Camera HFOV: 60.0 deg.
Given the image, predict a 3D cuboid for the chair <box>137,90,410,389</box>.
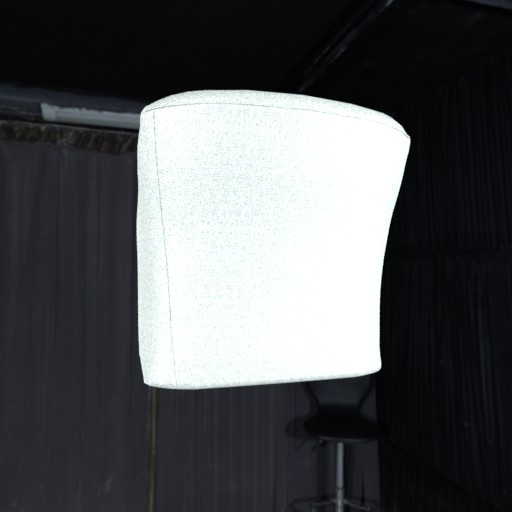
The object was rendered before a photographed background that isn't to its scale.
[{"bbox_3d":[0.000,0.000,1.611,0.864,0.856,0.923,1,-3,-18],"label":"chair"}]
